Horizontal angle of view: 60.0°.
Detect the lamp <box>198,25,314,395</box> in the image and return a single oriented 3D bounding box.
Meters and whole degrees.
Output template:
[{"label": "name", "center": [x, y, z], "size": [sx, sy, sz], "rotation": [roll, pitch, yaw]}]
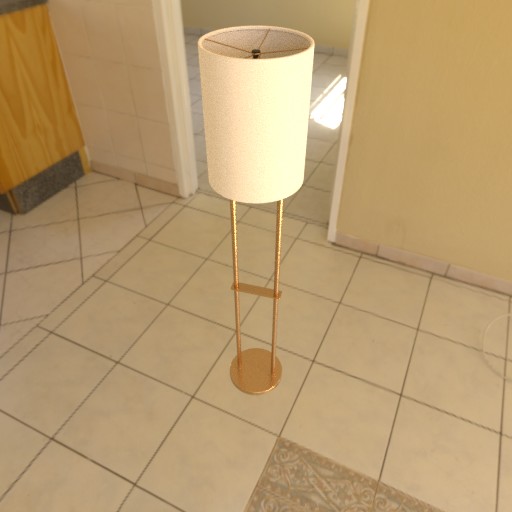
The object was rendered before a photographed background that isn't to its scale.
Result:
[{"label": "lamp", "center": [0.000, 0.000, 1.657], "size": [0.306, 1.500, 0.305], "rotation": [11, 42, 12]}]
